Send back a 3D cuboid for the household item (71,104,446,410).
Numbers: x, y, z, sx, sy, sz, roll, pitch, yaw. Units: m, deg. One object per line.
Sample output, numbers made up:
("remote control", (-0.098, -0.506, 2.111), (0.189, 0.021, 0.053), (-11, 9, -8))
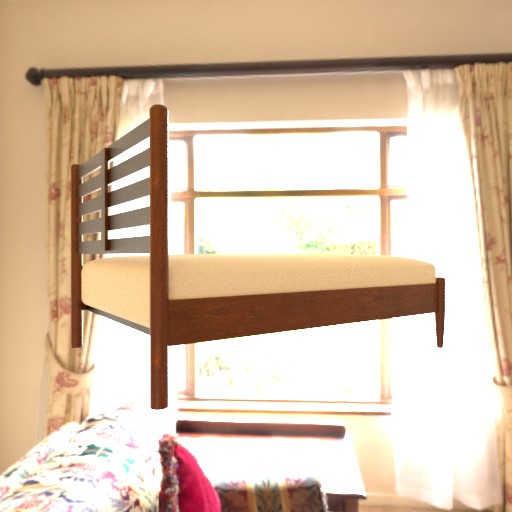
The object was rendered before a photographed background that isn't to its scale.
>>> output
("household item", (0.000, 0.000, 3.257), (2.232, 1.356, 1.663), (0, 0, -35))
